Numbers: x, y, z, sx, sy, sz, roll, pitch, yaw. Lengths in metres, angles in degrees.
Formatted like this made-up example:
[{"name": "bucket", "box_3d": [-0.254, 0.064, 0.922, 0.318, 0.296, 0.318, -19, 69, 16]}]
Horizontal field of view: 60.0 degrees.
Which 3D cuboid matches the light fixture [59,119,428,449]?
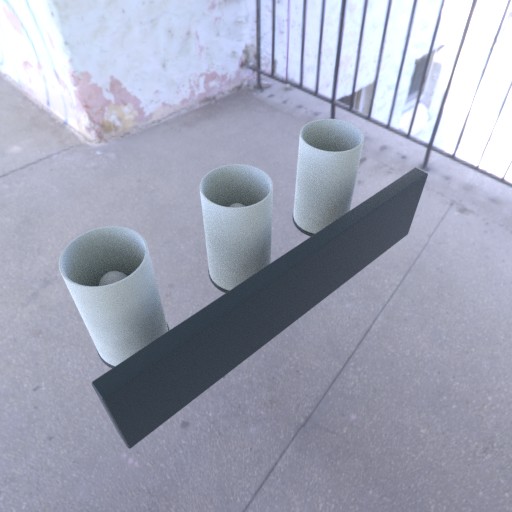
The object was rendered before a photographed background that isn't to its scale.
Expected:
[{"name": "light fixture", "box_3d": [0.000, 0.000, 0.524, 0.451, 0.172, 0.145, -33, 54, -27]}]
